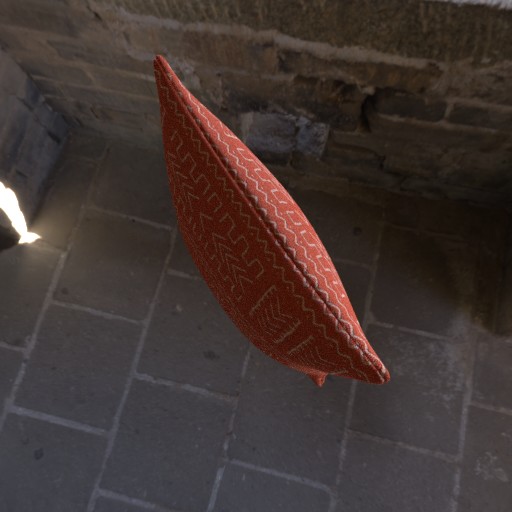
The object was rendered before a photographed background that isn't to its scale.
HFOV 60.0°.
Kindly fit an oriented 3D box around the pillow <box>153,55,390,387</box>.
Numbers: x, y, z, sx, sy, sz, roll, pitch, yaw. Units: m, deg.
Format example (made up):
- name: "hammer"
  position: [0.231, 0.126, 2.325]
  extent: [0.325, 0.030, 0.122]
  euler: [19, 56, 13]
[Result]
- name: "pillow"
  position: [0.000, 0.000, 0.656]
  extent: [0.164, 0.429, 0.438]
  euler: [-32, 76, -9]
